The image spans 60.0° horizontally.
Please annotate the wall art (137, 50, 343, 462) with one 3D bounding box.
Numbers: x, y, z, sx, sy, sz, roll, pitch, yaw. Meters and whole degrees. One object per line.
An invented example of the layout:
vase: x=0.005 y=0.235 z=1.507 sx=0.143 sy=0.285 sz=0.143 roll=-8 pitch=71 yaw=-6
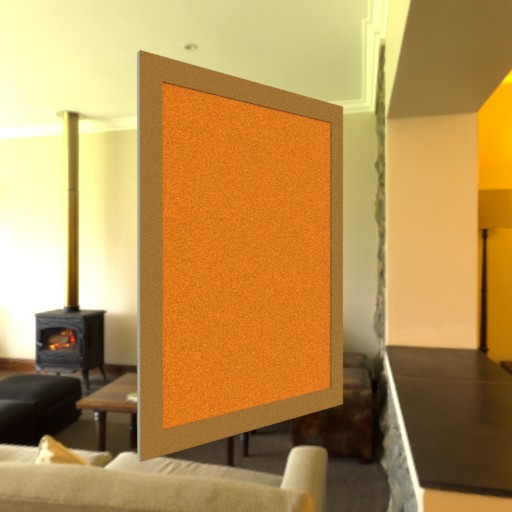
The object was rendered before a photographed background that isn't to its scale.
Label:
wall art: x=0.000 y=0.000 z=0.682 sx=0.374 sy=0.529 sz=0.012 roll=0 pitch=0 yaw=-36
